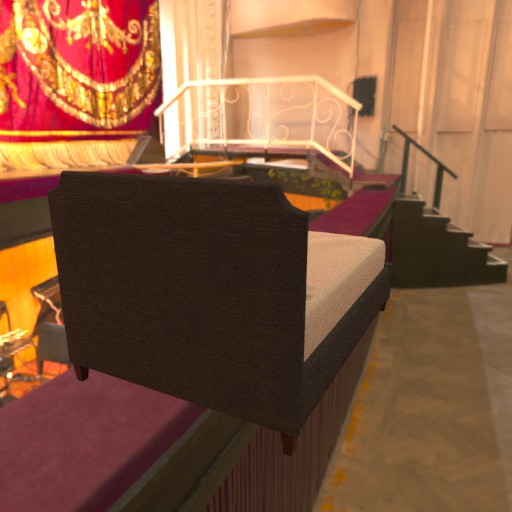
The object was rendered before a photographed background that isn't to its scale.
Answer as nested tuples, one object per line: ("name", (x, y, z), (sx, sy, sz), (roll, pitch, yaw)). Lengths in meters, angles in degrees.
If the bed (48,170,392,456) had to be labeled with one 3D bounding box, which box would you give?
("bed", (0.000, 0.000, 3.488), (1.713, 1.443, 2.372), (8, 18, 27))
